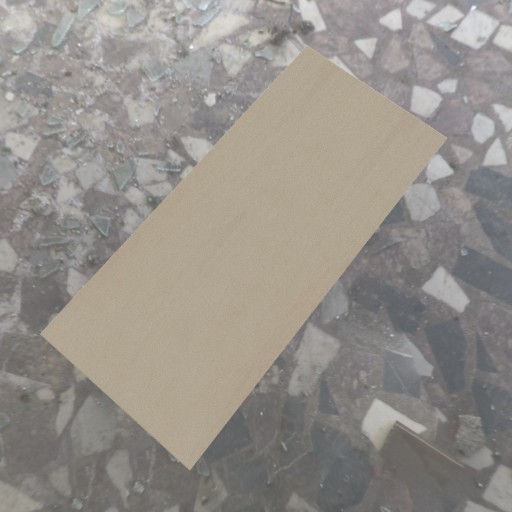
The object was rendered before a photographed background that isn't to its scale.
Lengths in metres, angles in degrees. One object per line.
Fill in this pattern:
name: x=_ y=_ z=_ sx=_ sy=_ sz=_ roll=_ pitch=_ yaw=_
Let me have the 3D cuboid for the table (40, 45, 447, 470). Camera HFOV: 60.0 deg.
table: x=0.000 y=0.000 z=1.317 sx=0.457 sy=0.483 sz=1.016 roll=38 pitch=78 yaw=10
